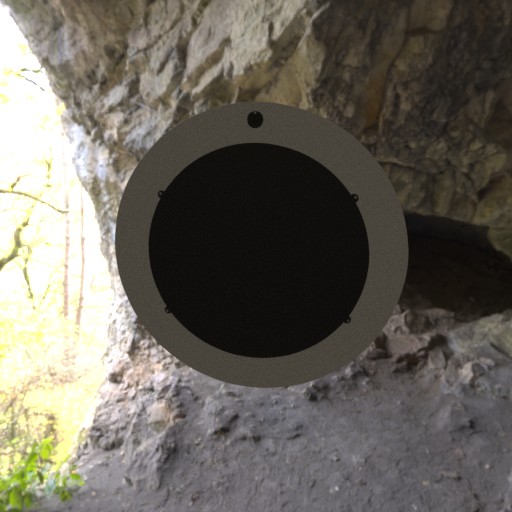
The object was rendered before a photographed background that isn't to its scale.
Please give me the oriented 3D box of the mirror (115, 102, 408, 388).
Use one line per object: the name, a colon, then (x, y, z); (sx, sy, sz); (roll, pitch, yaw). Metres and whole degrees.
mirror: (0.000, 0.000, 1.391); (0.914, 0.914, 0.038); (2, 16, 8)
